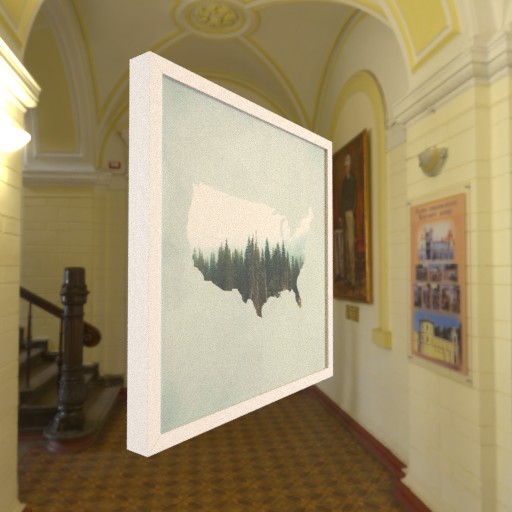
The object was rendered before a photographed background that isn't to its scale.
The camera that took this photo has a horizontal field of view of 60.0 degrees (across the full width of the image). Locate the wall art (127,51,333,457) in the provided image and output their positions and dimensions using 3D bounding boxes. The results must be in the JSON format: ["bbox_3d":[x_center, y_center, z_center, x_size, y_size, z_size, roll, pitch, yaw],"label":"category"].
[{"bbox_3d":[0.000,0.000,0.772,0.040,0.509,0.509,-1,-2,36],"label":"wall art"}]
